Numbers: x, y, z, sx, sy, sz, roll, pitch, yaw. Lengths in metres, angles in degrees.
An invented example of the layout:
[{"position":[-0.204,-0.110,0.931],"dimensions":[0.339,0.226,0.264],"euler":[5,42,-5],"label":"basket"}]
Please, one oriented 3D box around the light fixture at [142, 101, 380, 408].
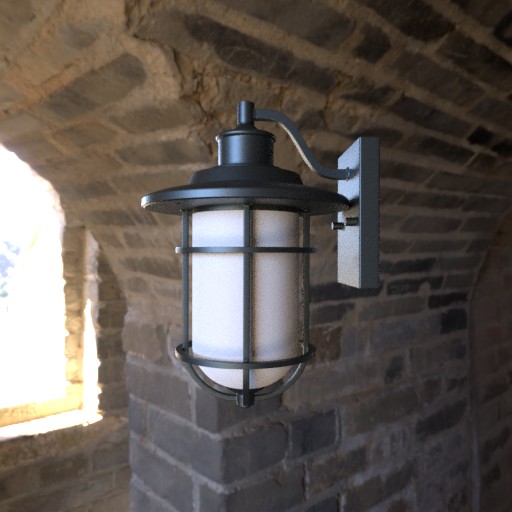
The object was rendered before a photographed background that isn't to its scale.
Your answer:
[{"position":[0.000,0.000,0.503],"dimensions":[0.252,0.345,0.222],"euler":[0,0,-2],"label":"light fixture"}]
